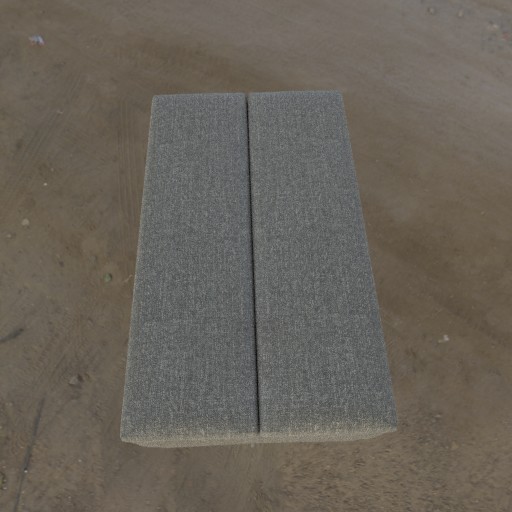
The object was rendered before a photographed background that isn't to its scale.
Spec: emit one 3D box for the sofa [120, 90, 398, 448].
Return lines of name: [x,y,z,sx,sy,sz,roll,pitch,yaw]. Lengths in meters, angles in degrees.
sofa: [0.000,0.000,1.568,0.782,0.417,1.198,-2,63,-1]
